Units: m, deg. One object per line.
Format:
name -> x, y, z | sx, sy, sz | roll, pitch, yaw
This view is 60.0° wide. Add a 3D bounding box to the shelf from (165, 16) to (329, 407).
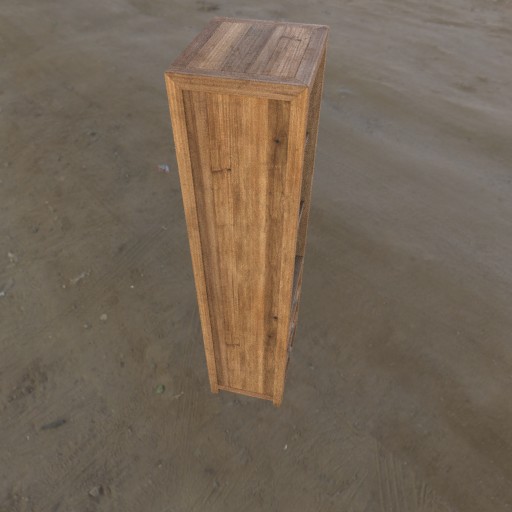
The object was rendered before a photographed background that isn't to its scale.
shelf -> 0.000, 0.000, 2.091 | 0.428, 1.900, 0.500 | 9, 46, 9
